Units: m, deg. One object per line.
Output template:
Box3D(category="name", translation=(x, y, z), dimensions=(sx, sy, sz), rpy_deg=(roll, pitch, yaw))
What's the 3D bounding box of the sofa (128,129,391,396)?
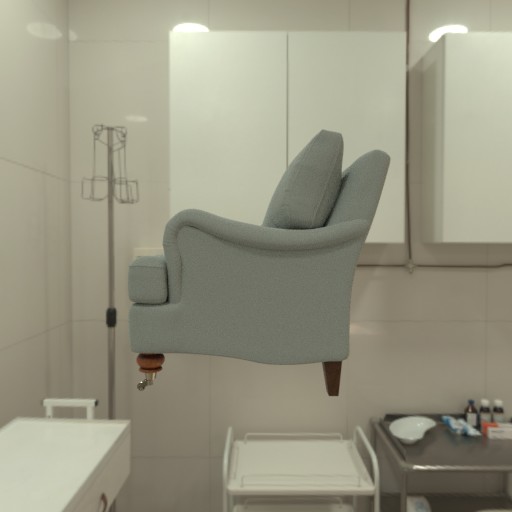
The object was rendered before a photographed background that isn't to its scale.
Box3D(category="sofa", translation=(0.000, 0.000, 2.813), dimensions=(1.069, 1.096, 2.193), rpy_deg=(0, 1, 0))
